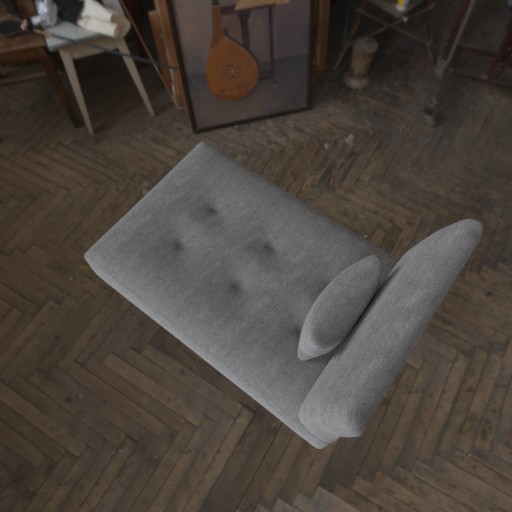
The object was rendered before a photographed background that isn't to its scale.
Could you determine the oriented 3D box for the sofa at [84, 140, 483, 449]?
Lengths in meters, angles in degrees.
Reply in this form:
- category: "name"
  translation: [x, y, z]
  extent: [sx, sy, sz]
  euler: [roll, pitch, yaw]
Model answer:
- category: "sofa"
  translation: [0.000, 0.000, 1.990]
  extent: [1.450, 0.820, 0.930]
  euler: [34, 69, 16]
